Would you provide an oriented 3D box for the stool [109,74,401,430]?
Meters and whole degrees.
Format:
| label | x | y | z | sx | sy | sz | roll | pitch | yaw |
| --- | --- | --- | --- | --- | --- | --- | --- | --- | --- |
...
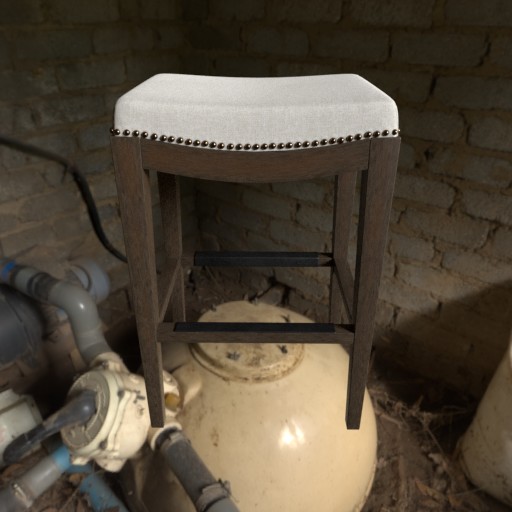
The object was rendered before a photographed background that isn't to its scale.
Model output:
| label | x | y | z | sx | sy | sz | roll | pitch | yaw |
| --- | --- | --- | --- | --- | --- | --- | --- | --- | --- |
| stool | 0.000 | 0.000 | 1.033 | 0.498 | 0.759 | 0.358 | 0 | 29 | 1 |
